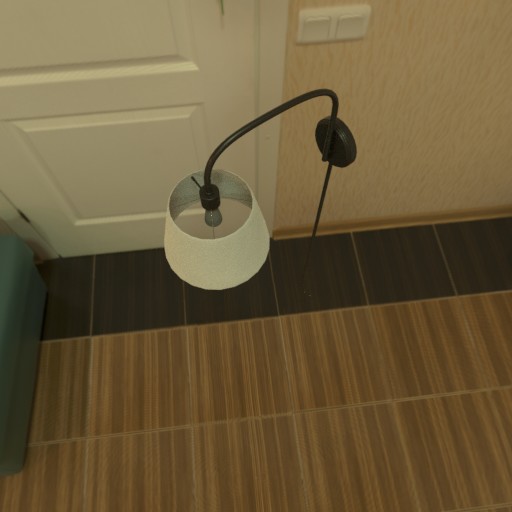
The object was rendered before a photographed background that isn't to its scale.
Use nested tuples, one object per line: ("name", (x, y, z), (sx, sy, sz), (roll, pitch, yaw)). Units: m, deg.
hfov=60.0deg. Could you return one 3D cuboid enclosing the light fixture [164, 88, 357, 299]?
("light fixture", (0.000, 0.000, 0.469), (0.176, 0.399, 0.092), (-33, 68, -15))
